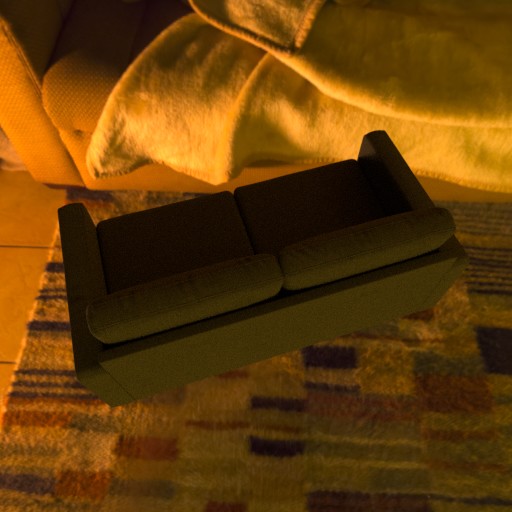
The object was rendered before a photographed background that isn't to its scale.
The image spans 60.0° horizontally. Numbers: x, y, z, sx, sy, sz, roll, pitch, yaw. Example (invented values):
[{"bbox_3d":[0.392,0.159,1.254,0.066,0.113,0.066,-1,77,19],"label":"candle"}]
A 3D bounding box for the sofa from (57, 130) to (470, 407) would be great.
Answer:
[{"bbox_3d":[0.000,0.000,2.220,1.730,0.897,0.889,-15,60,-9],"label":"sofa"}]
